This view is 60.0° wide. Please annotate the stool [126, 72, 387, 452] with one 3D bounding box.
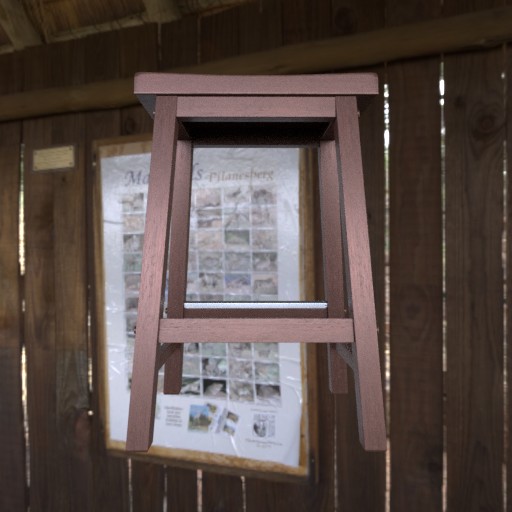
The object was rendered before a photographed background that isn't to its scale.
[{"bbox_3d":[0.000,0.000,0.848,0.406,0.610,0.322,0,0,0],"label":"stool"}]
